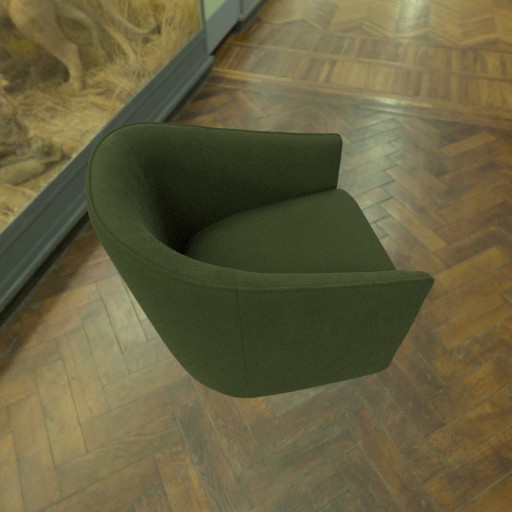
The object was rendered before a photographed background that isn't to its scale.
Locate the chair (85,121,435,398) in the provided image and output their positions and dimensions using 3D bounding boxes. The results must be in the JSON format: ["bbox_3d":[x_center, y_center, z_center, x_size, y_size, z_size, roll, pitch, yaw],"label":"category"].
[{"bbox_3d":[0.000,0.000,1.447,0.875,0.799,0.747,-10,49,-9],"label":"chair"}]
